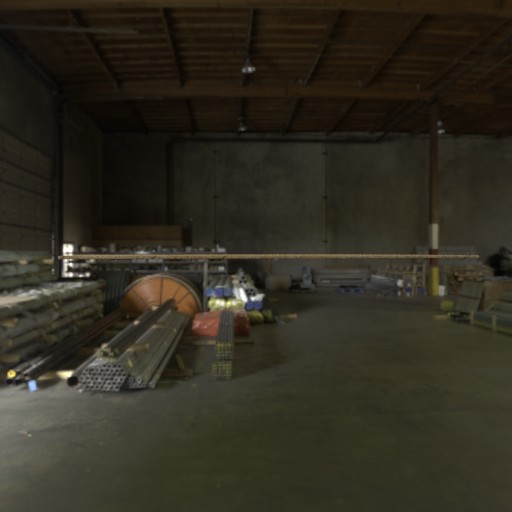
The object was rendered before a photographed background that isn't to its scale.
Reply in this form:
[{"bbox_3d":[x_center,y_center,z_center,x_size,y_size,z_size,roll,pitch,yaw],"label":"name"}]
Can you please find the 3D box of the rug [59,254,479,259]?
[{"bbox_3d":[0.000,0.000,3.006,2.292,0.014,1.528,0,0,-18],"label":"rug"}]
